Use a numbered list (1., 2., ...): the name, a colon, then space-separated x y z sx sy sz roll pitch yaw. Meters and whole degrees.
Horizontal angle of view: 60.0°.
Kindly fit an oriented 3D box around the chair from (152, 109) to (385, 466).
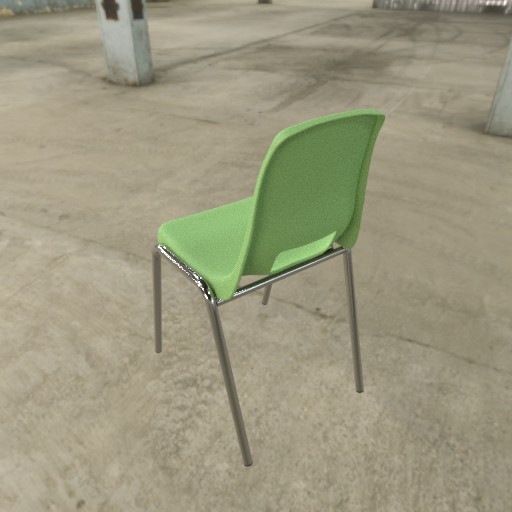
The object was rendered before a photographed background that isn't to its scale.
1. chair: 0.000 0.000 0.975 0.381 0.704 0.436 -21 38 -29
